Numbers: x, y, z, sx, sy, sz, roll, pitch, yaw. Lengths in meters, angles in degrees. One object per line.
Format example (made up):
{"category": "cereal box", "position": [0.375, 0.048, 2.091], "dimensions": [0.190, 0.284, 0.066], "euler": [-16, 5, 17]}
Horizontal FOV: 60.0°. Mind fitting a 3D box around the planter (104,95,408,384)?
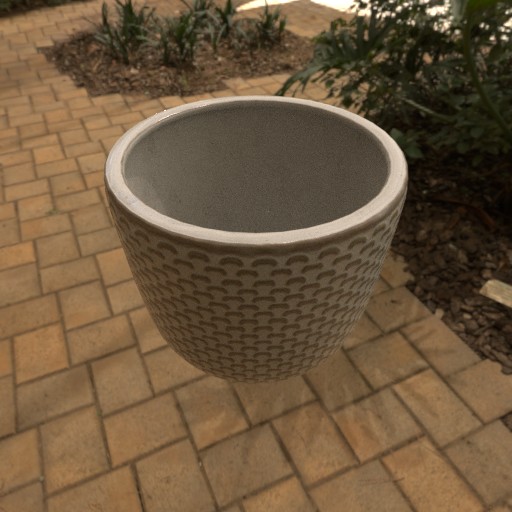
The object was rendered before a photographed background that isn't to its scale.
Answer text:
{"category": "planter", "position": [0.000, 0.000, 0.307], "dimensions": [0.173, 0.160, 0.173], "euler": [0, 41, 0]}
